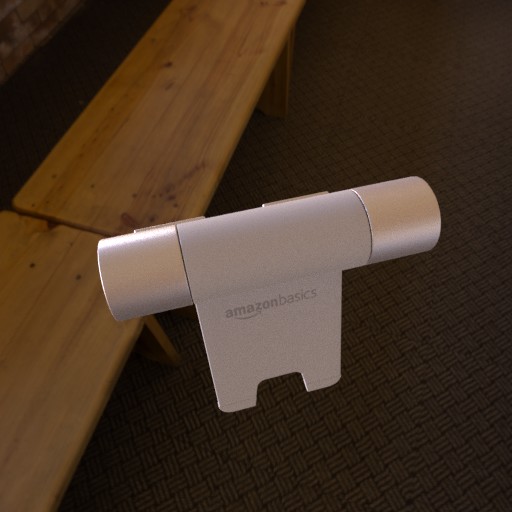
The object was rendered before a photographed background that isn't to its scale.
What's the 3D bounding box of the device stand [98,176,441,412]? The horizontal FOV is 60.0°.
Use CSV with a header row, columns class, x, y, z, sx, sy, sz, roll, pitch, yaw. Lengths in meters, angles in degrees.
class,x,y,z,sx,sy,sz,roll,pitch,yaw
device stand,0.000,0.000,0.155,0.086,0.084,0.079,-12,58,-8
